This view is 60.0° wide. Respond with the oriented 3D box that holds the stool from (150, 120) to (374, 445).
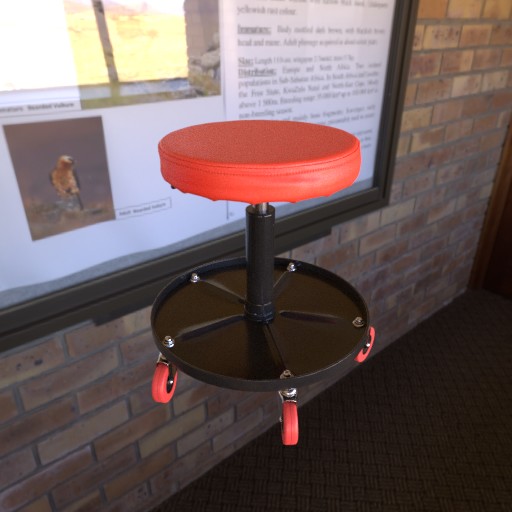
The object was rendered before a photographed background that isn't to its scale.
[{"bbox_3d":[0.000,0.000,0.684,0.382,0.365,0.381,9,29,16],"label":"stool"}]
